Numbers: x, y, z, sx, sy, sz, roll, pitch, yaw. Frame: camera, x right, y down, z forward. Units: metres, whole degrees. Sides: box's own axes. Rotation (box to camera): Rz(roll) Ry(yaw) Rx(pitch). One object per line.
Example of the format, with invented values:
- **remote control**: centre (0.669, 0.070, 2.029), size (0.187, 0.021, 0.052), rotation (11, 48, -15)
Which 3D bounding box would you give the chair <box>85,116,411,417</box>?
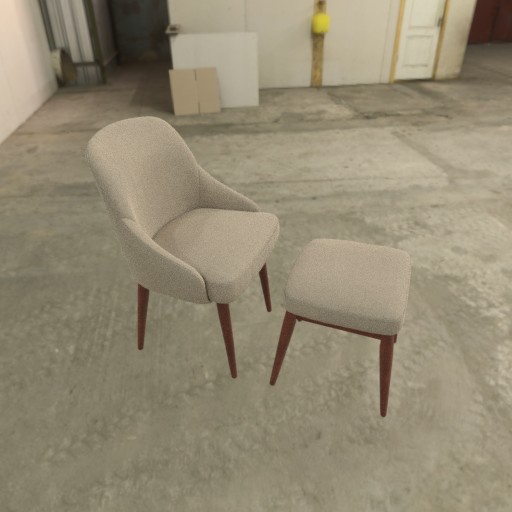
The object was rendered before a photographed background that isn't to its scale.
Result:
- **chair**: centre (0.000, 0.000, 1.643), size (1.114, 0.866, 0.584), rotation (11, 34, 17)
